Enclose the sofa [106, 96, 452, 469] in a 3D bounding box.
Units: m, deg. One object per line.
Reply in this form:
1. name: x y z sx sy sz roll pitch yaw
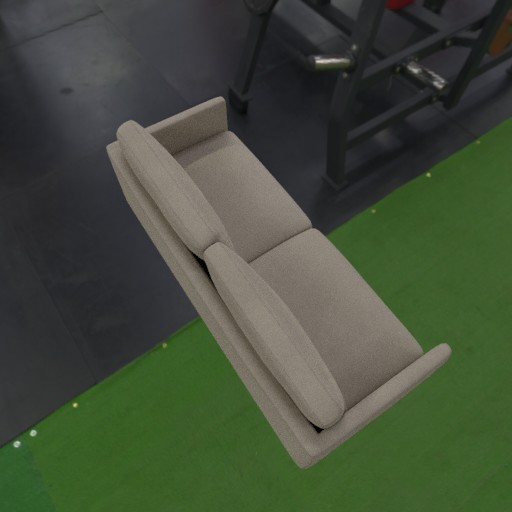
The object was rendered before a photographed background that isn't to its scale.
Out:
1. sofa: 0.000 0.000 2.909 0.988 0.912 2.404 -30 64 -16
